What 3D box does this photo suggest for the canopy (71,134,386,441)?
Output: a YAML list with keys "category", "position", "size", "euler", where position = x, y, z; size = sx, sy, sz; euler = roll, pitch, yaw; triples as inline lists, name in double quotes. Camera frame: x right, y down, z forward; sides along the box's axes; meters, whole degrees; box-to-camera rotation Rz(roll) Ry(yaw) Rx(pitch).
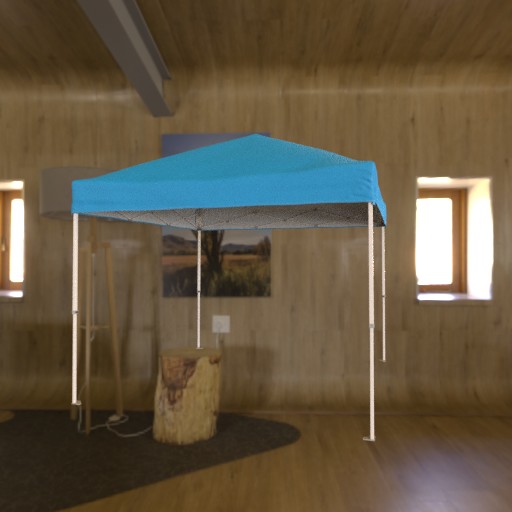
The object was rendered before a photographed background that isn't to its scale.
- category: "canopy"
  position: [0.000, 0.000, 5.436]
  size: [2.996, 2.997, 2.998]
  euler: [0, 0, 18]
